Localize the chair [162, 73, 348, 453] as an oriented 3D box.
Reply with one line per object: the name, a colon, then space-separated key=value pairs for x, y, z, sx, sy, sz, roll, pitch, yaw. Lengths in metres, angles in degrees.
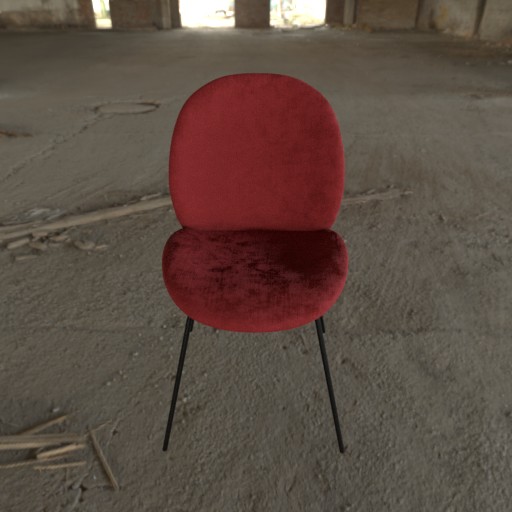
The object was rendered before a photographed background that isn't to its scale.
chair: x=0.000 y=0.000 z=1.124 sx=0.458 sy=0.791 sz=0.587 roll=0 pitch=30 yaw=1
